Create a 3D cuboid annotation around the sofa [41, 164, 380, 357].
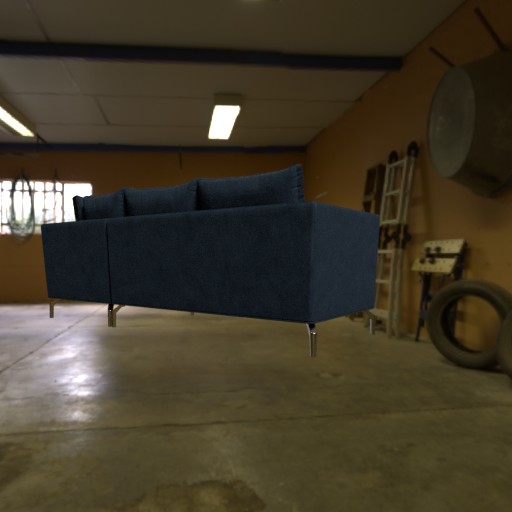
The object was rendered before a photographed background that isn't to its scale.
[{"bbox_3d":[0.000,0.000,3.801,2.472,0.988,2.463,0,0,36],"label":"sofa"}]
